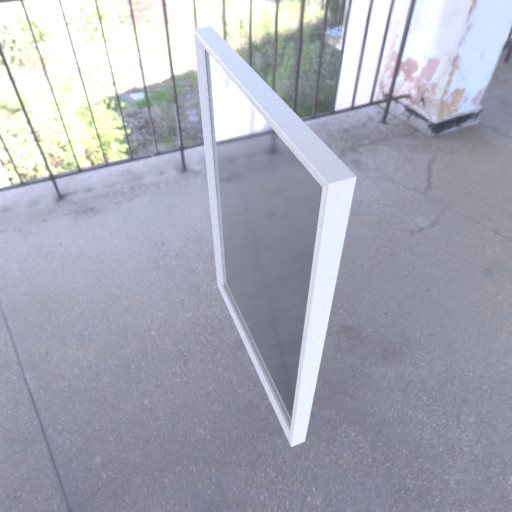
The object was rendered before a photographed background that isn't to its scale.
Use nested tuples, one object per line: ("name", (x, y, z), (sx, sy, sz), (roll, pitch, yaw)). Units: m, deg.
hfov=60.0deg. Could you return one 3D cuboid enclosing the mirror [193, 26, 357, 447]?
("mirror", (0.000, 0.000, 0.894), (0.039, 0.710, 0.507), (-16, 48, -15))
